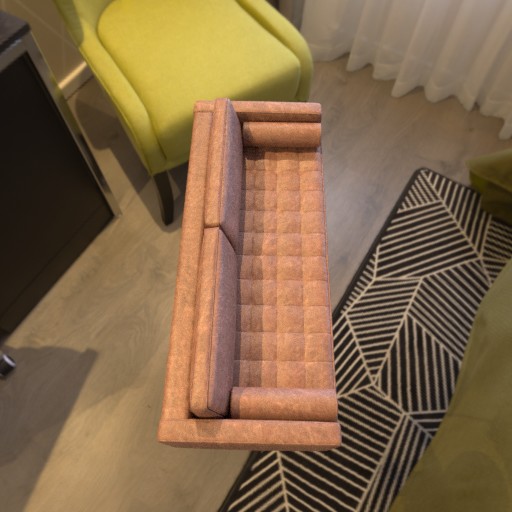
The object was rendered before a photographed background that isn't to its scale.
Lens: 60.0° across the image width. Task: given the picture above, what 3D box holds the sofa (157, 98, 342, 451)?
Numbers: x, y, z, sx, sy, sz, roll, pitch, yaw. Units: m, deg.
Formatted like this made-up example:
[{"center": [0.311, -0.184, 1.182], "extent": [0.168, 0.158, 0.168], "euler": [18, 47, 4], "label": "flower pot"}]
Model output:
[{"center": [0.000, 0.000, 2.759], "extent": [0.914, 0.762, 2.210], "euler": [1, 64, 1], "label": "sofa"}]
